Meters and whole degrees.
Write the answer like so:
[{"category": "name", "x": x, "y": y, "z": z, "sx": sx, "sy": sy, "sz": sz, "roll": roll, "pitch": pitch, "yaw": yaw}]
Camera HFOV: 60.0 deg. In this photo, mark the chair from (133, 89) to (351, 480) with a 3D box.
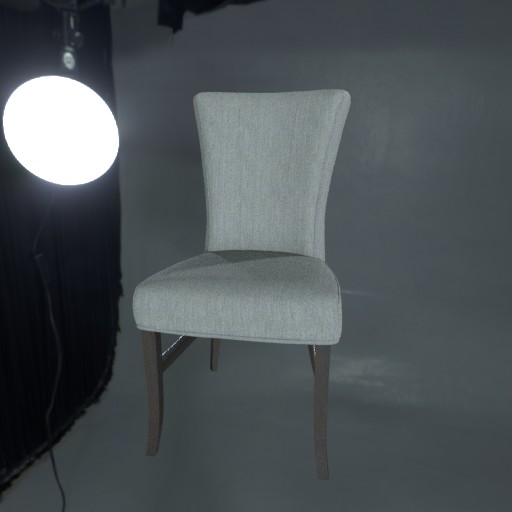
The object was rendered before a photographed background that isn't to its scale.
[{"category": "chair", "x": 0.000, "y": 0.000, "z": 1.334, "sx": 0.520, "sy": 0.991, "sz": 0.660, "roll": 3, "pitch": 14, "yaw": 11}]
